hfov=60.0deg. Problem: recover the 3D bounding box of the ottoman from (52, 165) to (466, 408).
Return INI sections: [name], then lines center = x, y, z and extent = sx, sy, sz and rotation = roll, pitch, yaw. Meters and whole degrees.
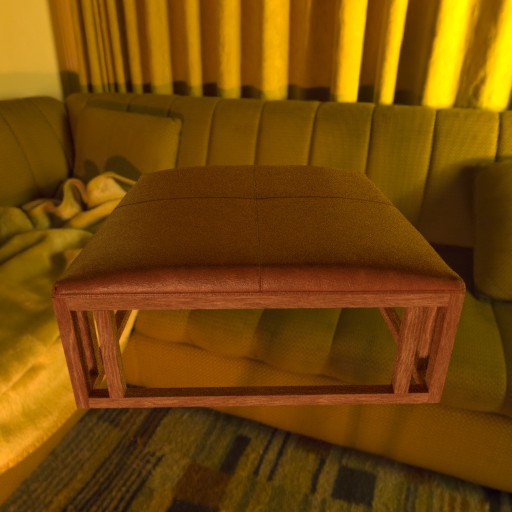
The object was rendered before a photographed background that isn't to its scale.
[ottoman]
center = 0.000, 0.000, 1.588
extent = 1.013, 0.442, 1.016
rotation = -1, 26, -1
